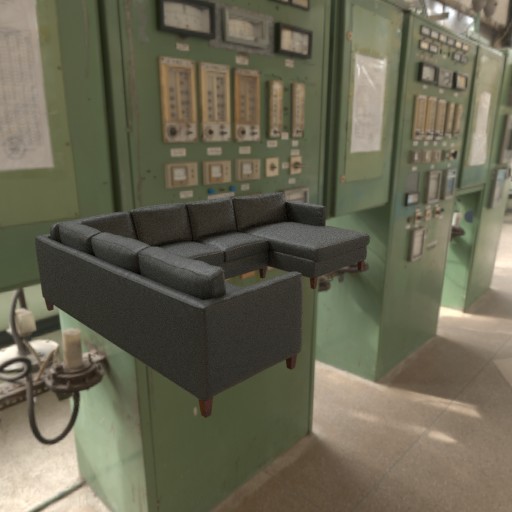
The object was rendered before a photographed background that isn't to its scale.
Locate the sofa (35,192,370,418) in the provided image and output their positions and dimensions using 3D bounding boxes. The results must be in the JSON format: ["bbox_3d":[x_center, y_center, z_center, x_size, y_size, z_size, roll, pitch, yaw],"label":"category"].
[{"bbox_3d":[0.000,0.000,4.579,2.593,0.923,3.460,15,21,43],"label":"sofa"}]
